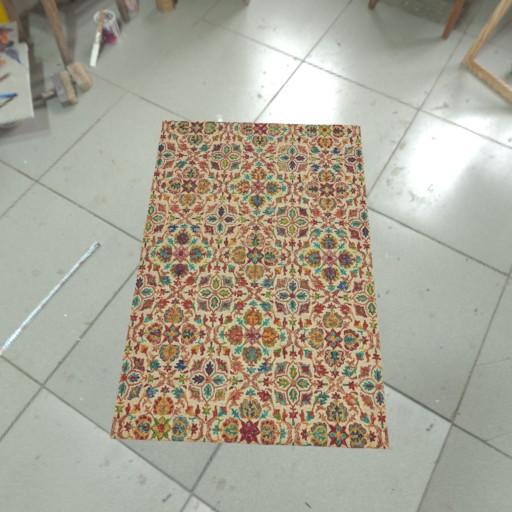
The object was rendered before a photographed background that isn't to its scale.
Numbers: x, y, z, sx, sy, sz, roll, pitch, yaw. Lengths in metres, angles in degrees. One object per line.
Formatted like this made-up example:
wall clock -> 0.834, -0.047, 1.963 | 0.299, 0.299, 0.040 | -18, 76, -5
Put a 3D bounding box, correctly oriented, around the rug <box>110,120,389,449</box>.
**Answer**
rug -> 0.000, 0.000, 2.344 | 1.226, 0.013, 1.838 | 2, 64, 1
